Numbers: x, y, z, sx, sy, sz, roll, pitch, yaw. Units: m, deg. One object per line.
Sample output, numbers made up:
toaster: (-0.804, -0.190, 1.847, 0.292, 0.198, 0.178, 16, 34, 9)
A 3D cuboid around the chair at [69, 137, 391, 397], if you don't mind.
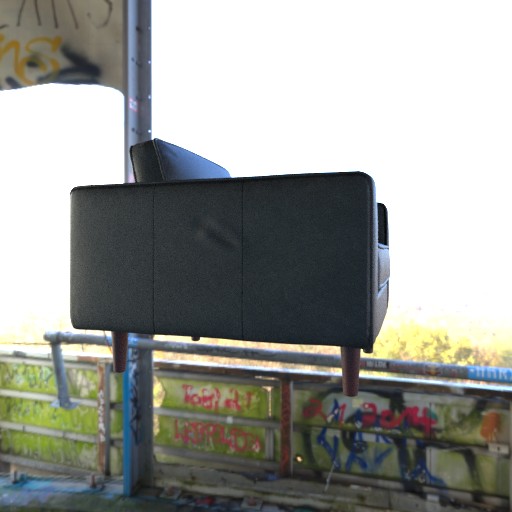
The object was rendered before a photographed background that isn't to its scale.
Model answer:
chair: (0.000, 0.000, 1.595, 0.914, 0.763, 0.889, 0, 0, 19)
